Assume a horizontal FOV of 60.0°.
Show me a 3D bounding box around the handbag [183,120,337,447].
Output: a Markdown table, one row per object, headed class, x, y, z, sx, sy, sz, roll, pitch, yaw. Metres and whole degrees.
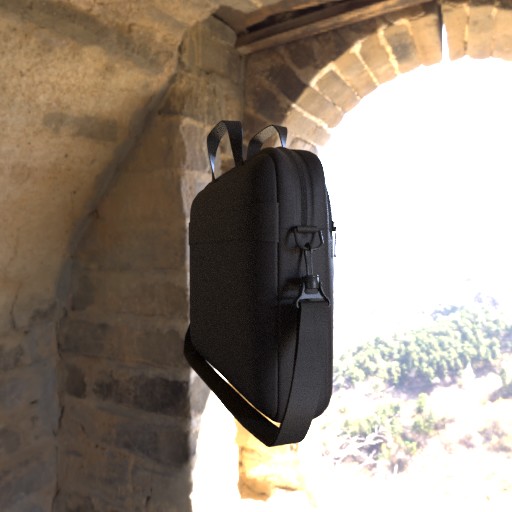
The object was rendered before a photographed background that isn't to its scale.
| class | x | y | z | sx | sy | sz | roll | pitch | yaw |
| --- | --- | --- | --- | --- | --- | --- | --- | --- | --- |
| handbag | 0.000 | 0.000 | 0.572 | 0.126 | 0.330 | 0.429 | 0 | 0 | -20 |
